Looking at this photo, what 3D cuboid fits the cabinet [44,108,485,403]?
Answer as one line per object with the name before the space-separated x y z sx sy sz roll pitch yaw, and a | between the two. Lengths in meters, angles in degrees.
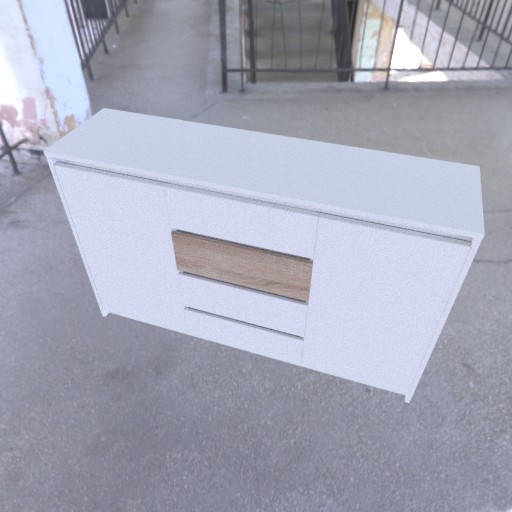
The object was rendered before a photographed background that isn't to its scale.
cabinet | 0.000 0.000 1.822 1.450 0.900 0.380 13 44 14
